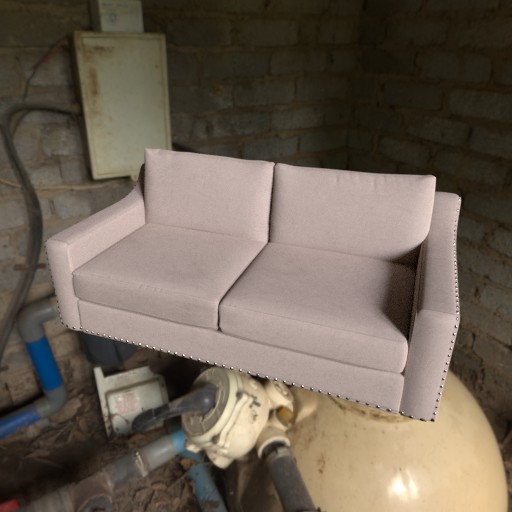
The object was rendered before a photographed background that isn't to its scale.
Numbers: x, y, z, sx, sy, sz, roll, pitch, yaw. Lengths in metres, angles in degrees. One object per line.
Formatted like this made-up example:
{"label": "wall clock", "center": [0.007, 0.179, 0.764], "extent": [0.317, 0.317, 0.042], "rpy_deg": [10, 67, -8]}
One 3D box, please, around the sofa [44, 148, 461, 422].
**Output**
{"label": "sofa", "center": [0.000, 0.000, 2.392], "extent": [1.967, 0.901, 1.030], "rpy_deg": [10, 28, 18]}
